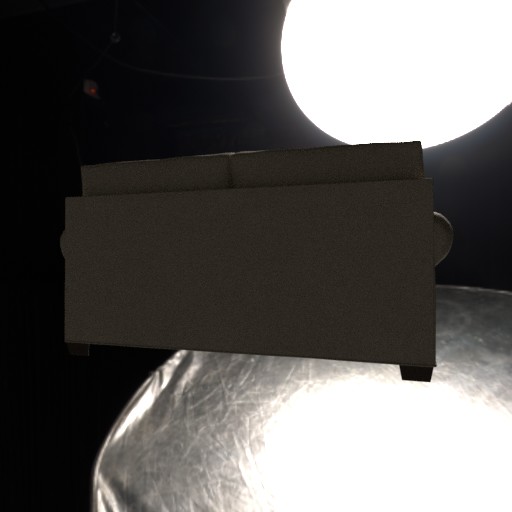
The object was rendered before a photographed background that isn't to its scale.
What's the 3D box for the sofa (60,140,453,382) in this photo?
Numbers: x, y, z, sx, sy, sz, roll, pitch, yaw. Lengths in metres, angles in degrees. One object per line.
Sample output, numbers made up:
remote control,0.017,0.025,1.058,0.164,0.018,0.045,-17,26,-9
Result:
sofa,0.000,0.000,2.243,1.774,0.933,0.861,0,-1,18
